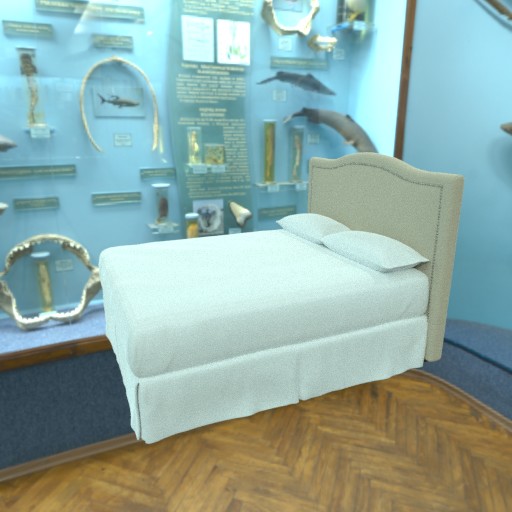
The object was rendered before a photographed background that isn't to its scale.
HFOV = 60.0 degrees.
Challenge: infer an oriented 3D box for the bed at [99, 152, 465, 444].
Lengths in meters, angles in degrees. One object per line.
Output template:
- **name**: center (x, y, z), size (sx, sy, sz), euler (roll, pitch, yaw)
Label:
- **bed**: center (0.000, 0.000, 3.315), size (2.143, 1.460, 1.753), euler (-7, 18, -23)
